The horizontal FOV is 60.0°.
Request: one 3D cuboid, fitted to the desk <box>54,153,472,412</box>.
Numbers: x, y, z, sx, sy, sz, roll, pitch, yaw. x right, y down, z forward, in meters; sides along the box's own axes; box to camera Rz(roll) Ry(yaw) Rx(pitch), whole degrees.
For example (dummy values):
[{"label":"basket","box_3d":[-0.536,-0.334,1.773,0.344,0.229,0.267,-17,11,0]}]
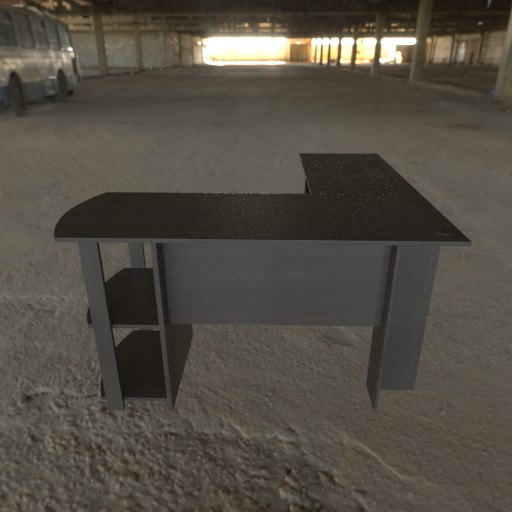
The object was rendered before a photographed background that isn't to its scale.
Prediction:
[{"label":"desk","box_3d":[0.000,0.000,2.116,1.361,0.716,1.303,1,25,1]}]
